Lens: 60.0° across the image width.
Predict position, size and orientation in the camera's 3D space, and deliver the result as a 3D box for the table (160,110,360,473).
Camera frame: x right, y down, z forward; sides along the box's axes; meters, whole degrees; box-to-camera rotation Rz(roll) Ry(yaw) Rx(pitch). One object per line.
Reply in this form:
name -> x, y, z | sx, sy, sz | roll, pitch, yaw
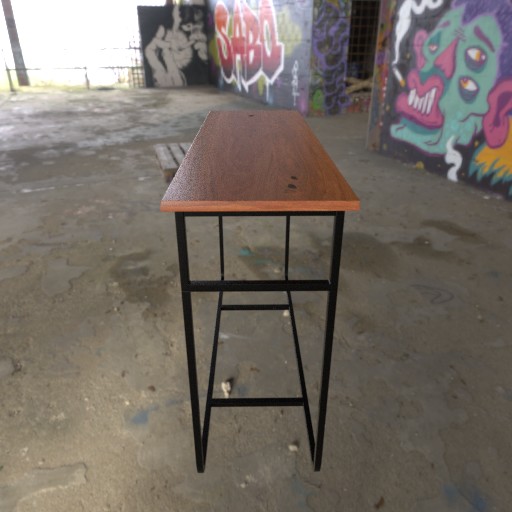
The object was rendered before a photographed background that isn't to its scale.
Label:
table -> 0.000, 0.000, 1.433 | 0.350, 0.750, 1.100 | 0, 26, -1
